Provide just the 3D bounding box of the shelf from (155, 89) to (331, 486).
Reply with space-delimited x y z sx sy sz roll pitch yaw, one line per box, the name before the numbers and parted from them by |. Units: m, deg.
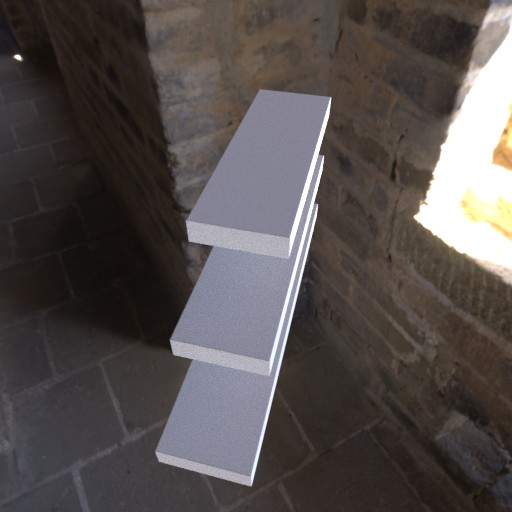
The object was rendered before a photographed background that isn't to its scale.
shelf | 0.000 0.000 0.741 0.140 0.293 0.610 10 46 10
